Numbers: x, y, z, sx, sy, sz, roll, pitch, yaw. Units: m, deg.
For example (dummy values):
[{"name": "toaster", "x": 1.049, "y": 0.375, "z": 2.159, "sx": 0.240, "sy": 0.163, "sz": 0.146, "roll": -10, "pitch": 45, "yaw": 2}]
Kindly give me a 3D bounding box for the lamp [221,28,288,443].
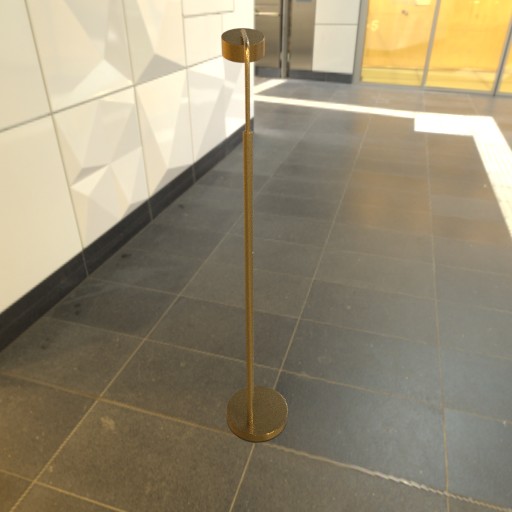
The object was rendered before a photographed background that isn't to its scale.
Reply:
[{"name": "lamp", "x": 0.000, "y": 0.000, "z": 1.365, "sx": 0.219, "sy": 1.230, "sz": 0.418, "roll": -1, "pitch": 31, "yaw": -2}]
